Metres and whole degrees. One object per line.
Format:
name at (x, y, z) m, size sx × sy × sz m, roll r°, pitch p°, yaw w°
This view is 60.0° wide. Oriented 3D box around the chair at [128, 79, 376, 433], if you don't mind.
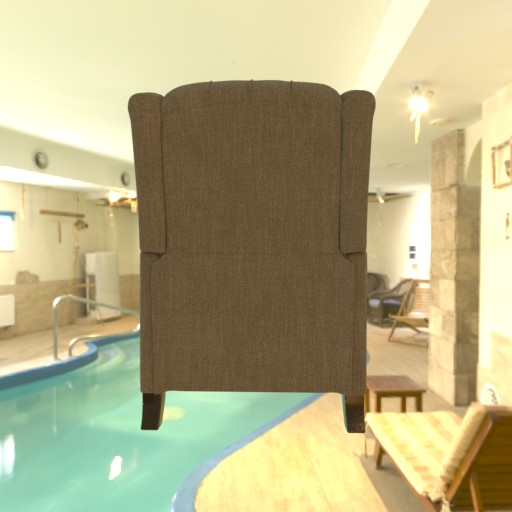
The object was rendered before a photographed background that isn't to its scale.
chair at (0.000, 0.000, 1.638) m, size 0.742 × 1.035 × 0.898 m, roll 0°, pitch 1°, yaw 2°
